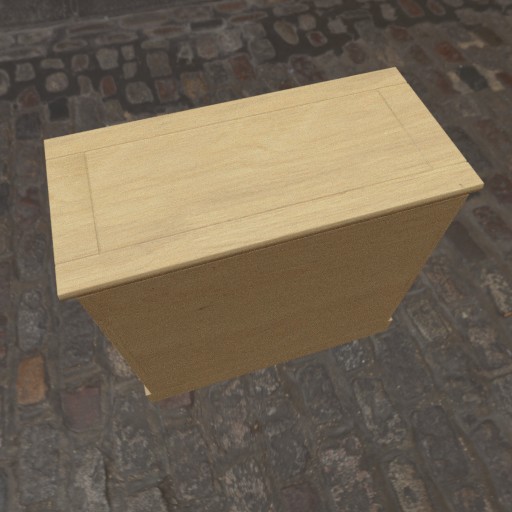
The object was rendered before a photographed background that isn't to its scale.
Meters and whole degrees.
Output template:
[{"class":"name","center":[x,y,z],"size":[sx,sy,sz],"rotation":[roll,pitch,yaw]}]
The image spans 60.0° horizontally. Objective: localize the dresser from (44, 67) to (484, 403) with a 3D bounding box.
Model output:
[{"class":"dresser","center":[0.000,0.000,1.365],"size":[0.915,0.835,0.440],"rotation":[-15,60,-9]}]
